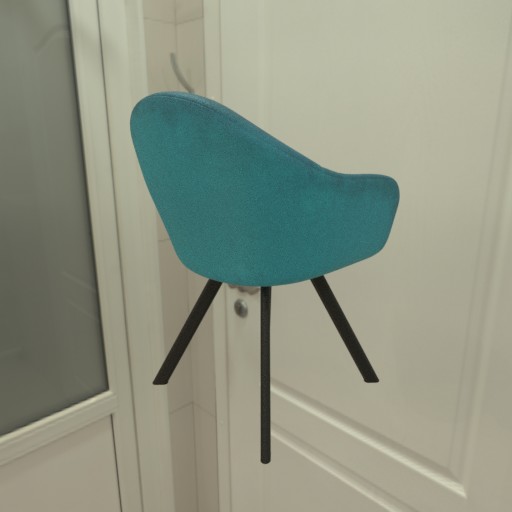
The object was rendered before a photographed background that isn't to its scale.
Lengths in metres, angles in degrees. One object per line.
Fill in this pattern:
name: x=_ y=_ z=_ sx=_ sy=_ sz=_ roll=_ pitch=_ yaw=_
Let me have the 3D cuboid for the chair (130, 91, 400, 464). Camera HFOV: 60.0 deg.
chair: x=0.000 y=0.000 z=1.155 sx=0.570 sy=0.780 sz=0.540 roll=-15 pitch=22 yaw=-43
